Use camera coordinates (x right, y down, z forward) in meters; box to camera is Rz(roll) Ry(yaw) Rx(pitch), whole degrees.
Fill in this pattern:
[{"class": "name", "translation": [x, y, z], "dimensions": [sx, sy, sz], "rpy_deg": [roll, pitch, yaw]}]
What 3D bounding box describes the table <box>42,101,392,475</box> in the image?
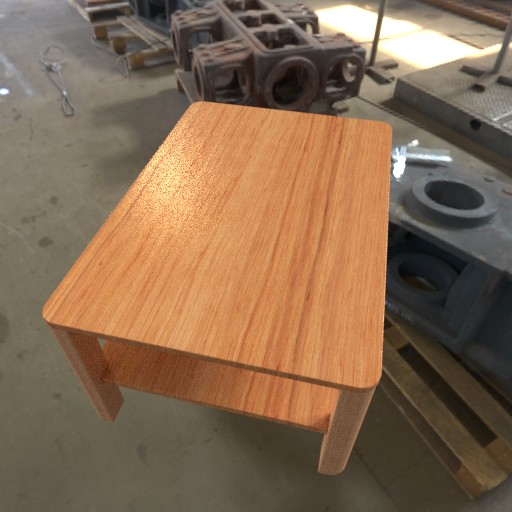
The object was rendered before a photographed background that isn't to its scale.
[{"class": "table", "translation": [0.000, 0.000, 1.346], "dimensions": [0.696, 0.445, 0.997], "rpy_deg": [10, 46, 9]}]
